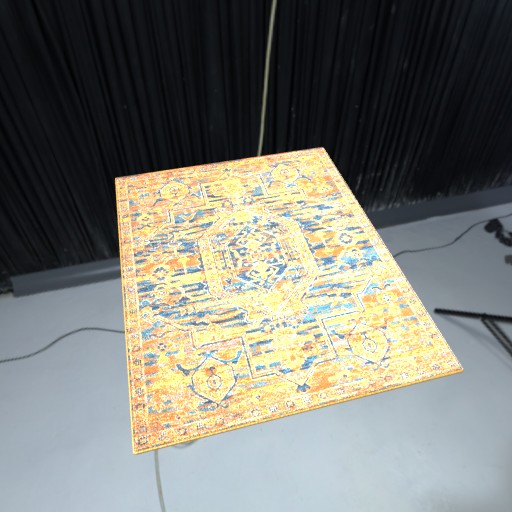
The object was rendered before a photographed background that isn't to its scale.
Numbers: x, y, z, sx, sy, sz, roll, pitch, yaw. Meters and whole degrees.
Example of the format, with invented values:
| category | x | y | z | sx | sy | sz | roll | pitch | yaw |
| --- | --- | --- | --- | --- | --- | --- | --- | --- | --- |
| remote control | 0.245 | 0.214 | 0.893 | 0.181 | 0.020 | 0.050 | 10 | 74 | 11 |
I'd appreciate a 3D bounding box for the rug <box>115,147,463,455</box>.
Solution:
| category | x | y | z | sx | sy | sz | roll | pitch | yaw |
| --- | --- | --- | --- | --- | --- | --- | --- | --- | --- |
| rug | 0.000 | 0.000 | 4.103 | 2.435 | 0.031 | 3.040 | -11 | 48 | -10 |
